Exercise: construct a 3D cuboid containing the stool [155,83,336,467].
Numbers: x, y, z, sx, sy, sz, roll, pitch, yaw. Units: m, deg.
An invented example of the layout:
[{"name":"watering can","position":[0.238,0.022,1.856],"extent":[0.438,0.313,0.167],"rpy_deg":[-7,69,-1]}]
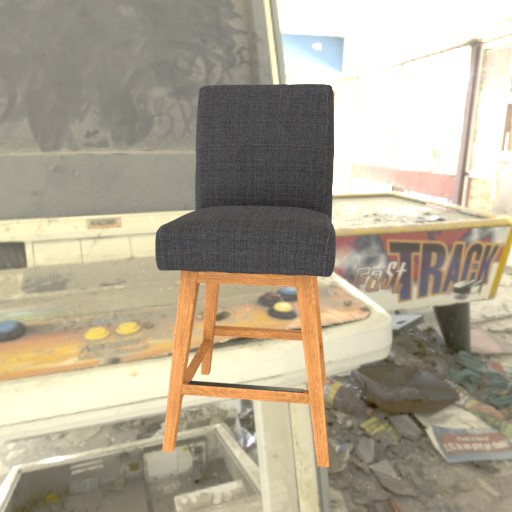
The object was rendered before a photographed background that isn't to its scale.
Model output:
[{"name":"stool","position":[0.000,0.000,1.318],"extent":[0.459,1.010,0.526],"rpy_deg":[2,15,7]}]
